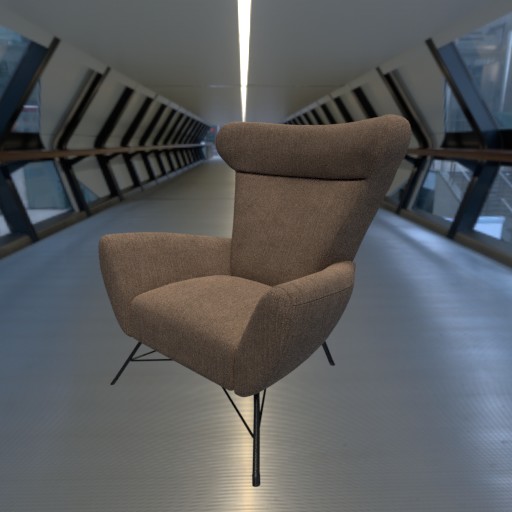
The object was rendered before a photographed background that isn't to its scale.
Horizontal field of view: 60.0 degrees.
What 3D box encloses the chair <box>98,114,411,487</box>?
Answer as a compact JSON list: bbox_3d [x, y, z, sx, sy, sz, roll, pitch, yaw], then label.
[{"bbox_3d":[0.000,0.000,1.720,0.980,1.040,0.900,14,20,41],"label":"chair"}]
